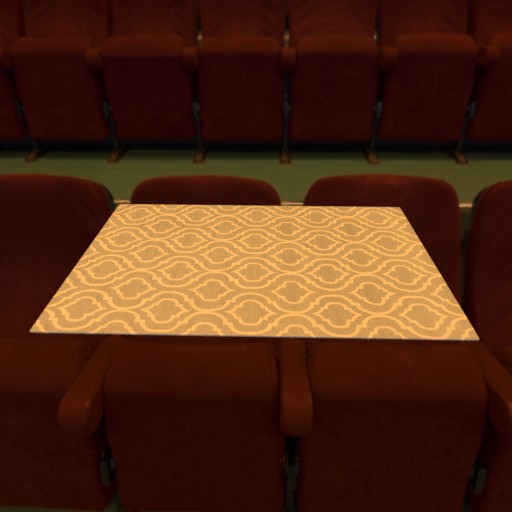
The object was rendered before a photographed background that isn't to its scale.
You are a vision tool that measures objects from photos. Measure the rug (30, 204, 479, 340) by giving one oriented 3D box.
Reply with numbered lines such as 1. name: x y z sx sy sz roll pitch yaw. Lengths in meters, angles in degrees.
1. rug: 0.000 0.000 2.665 2.080 0.010 1.451 1 31 1
